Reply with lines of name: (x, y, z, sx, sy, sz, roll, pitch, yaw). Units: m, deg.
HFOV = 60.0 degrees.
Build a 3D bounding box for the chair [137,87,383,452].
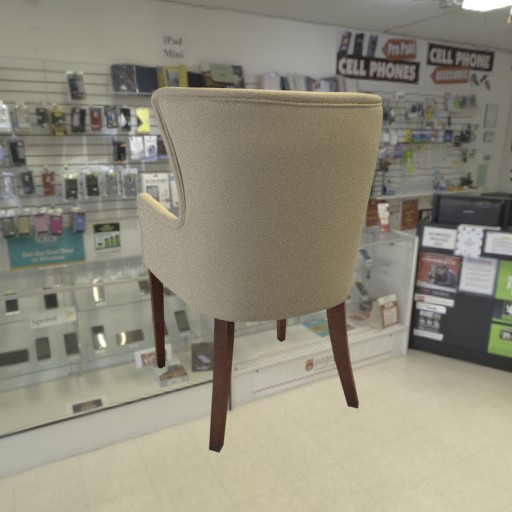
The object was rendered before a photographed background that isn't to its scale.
chair: (0.000, 0.000, 1.404, 0.660, 0.952, 0.686, -7, 17, -25)
